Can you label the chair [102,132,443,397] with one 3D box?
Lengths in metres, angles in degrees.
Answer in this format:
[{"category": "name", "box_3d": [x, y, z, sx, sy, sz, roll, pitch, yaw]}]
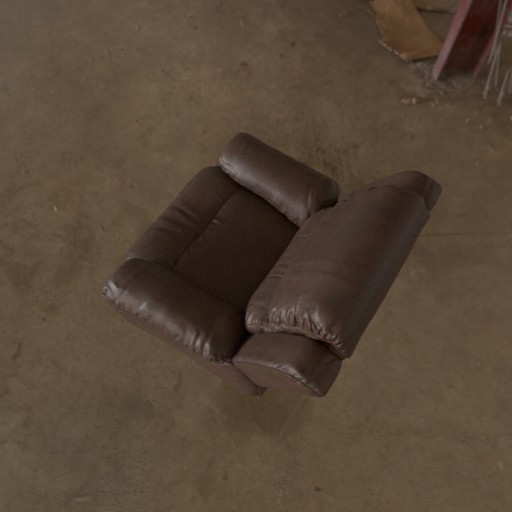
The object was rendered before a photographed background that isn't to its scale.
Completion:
[{"category": "chair", "box_3d": [0.000, 0.000, 1.274, 0.707, 0.702, 0.680, 31, 67, 14]}]
